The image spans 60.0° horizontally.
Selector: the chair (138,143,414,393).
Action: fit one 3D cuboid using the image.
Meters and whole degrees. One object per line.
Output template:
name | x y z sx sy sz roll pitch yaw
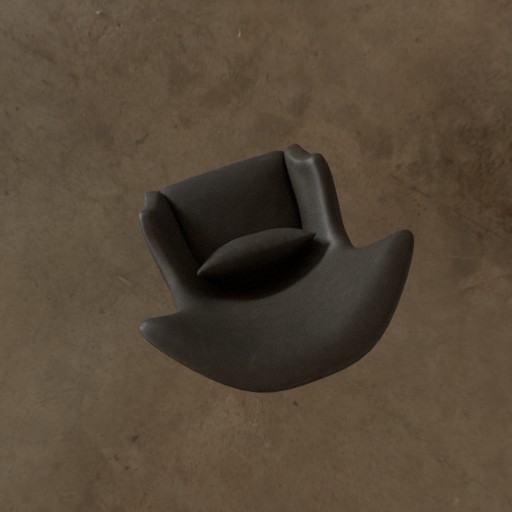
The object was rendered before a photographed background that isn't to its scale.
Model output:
chair | 0.000 0.000 1.748 0.819 1.068 0.954 -19 78 -4
